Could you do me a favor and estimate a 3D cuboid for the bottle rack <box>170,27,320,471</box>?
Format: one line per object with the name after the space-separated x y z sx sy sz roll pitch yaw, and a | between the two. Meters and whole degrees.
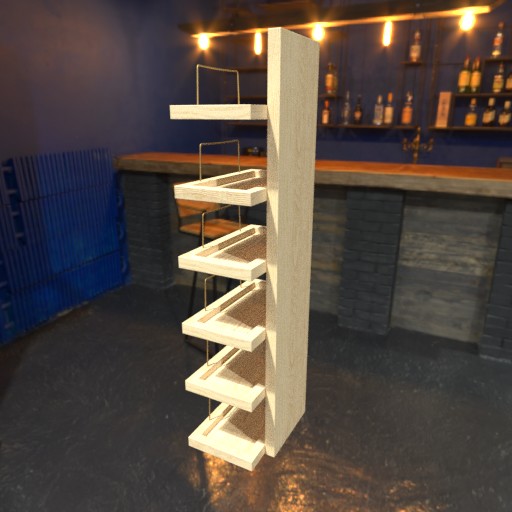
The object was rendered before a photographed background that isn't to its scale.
0.000 0.000 1.063 0.206 0.943 0.330 9 20 27 | bottle rack
